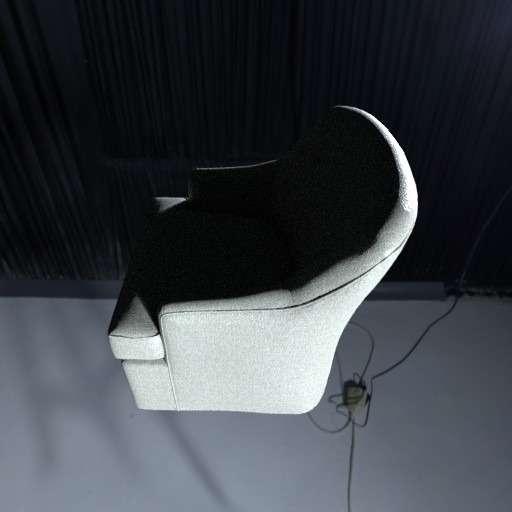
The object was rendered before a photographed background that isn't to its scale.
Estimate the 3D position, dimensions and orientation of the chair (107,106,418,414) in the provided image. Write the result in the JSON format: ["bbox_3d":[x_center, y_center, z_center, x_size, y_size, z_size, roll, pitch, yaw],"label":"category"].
[{"bbox_3d":[0.000,0.000,1.611,0.923,0.856,0.864,0,41,0],"label":"chair"}]
